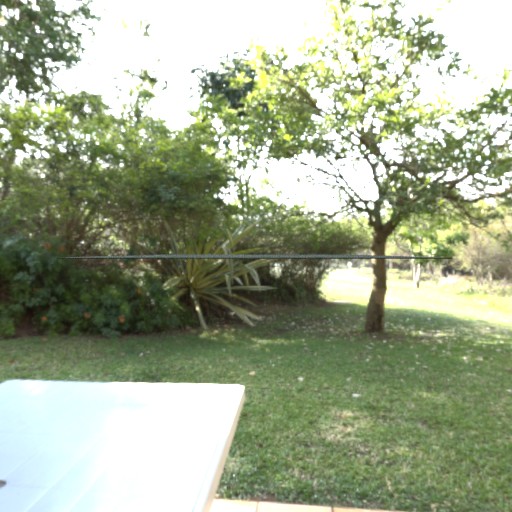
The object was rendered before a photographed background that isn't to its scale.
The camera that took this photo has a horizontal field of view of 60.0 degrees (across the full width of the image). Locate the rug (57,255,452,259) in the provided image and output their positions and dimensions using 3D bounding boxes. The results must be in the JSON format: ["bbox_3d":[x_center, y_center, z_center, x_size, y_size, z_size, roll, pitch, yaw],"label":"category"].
[{"bbox_3d":[0.000,0.000,4.245,2.436,0.007,3.045,0,1,1],"label":"rug"}]
